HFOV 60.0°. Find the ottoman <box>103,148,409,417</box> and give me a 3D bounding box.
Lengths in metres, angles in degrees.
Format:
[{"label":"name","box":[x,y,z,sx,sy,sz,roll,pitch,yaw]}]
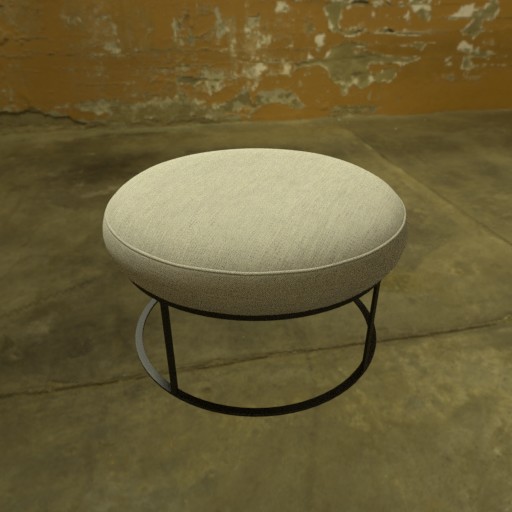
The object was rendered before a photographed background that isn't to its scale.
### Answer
[{"label":"ottoman","box":[0.000,0.000,1.226,0.769,0.459,0.769,0,30,0]}]
